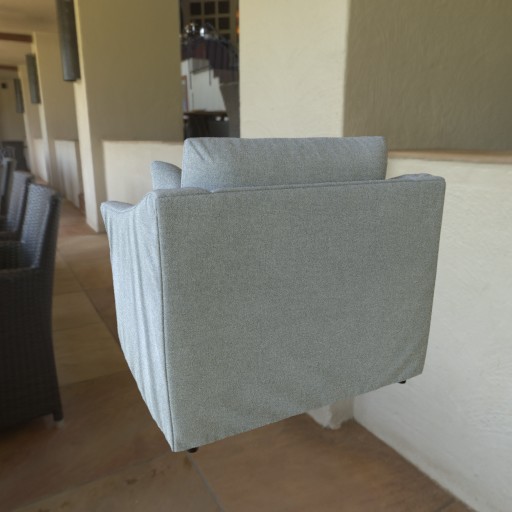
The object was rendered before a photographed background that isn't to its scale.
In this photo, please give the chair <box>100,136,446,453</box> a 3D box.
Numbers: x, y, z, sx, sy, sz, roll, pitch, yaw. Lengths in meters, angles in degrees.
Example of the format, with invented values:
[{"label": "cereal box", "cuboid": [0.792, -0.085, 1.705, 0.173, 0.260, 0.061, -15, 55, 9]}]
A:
[{"label": "chair", "cuboid": [0.000, 0.000, 2.029, 1.194, 1.059, 1.071, -7, 17, -26]}]
